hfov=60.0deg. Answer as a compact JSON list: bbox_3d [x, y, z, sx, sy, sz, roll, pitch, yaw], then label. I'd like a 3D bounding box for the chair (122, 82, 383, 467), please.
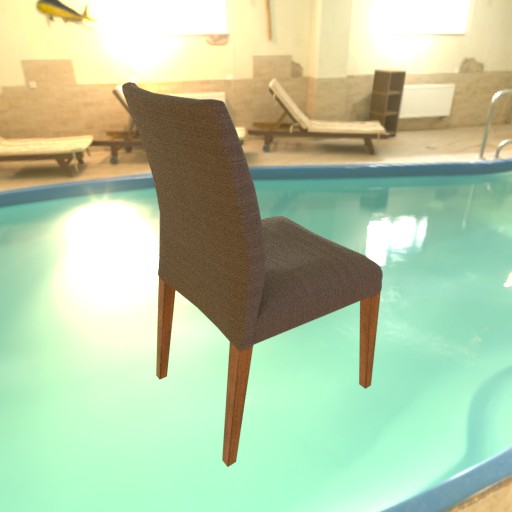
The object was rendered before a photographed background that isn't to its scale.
[{"bbox_3d":[0.000,0.000,1.281,0.585,0.940,0.496,-19,32,-32],"label":"chair"}]
